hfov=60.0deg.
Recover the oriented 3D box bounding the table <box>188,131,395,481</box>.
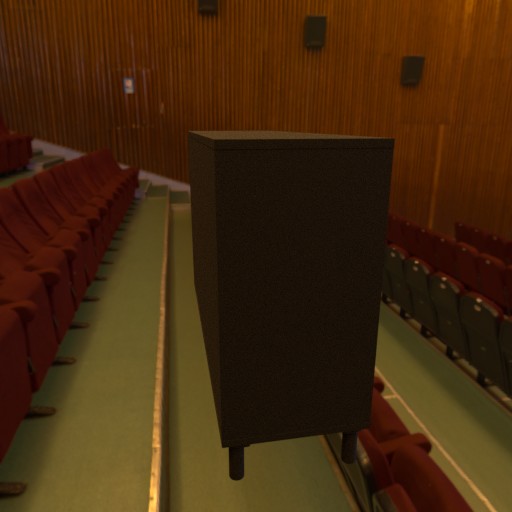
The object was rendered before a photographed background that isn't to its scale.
[{"bbox_3d":[0.000,0.000,1.603,0.400,0.855,1.200,-3,17,-10],"label":"table"}]
